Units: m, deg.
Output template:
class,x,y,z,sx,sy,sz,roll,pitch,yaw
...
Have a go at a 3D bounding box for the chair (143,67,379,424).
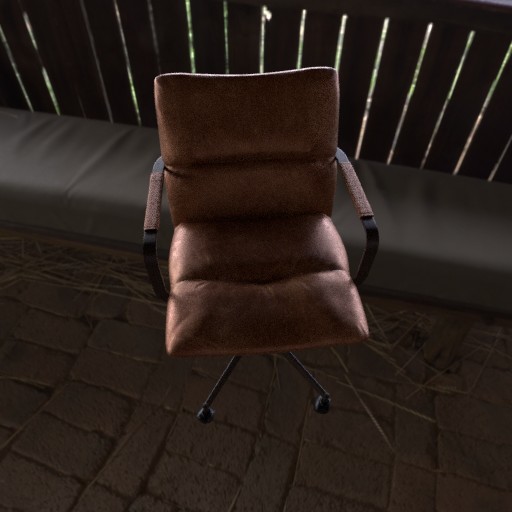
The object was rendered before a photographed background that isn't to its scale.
class,x,y,z,sx,sy,sz,roll,pitch,yaw
chair,0.000,0.000,1.464,0.727,0.922,0.754,-4,49,-3
